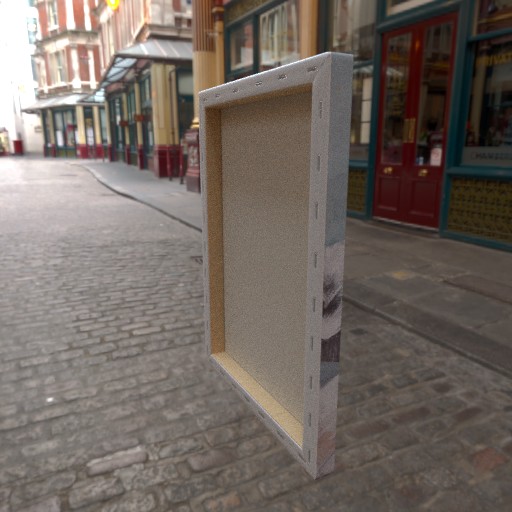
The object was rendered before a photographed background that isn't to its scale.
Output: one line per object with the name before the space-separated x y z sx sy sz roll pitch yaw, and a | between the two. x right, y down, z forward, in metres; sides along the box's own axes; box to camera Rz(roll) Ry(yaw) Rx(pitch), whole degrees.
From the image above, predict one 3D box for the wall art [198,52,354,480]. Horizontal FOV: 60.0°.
wall art | 0.000 0.000 0.812 0.037 0.613 0.455 -7 15 -27
